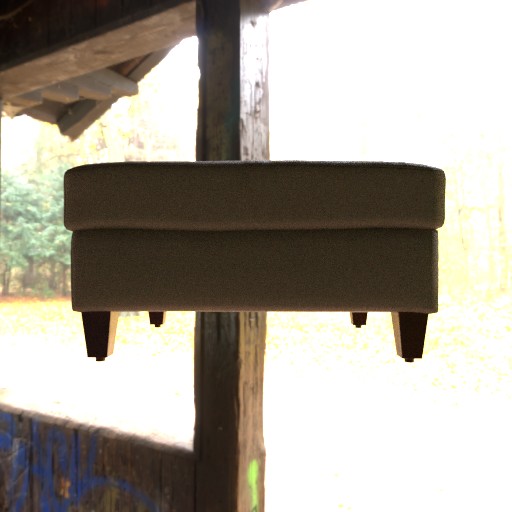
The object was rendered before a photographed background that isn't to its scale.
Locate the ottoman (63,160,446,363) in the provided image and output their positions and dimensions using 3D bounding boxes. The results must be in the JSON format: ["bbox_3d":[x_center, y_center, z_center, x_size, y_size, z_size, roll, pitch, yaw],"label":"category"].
[{"bbox_3d":[0.000,0.000,1.336,0.902,0.511,0.692,0,-1,1],"label":"ottoman"}]
